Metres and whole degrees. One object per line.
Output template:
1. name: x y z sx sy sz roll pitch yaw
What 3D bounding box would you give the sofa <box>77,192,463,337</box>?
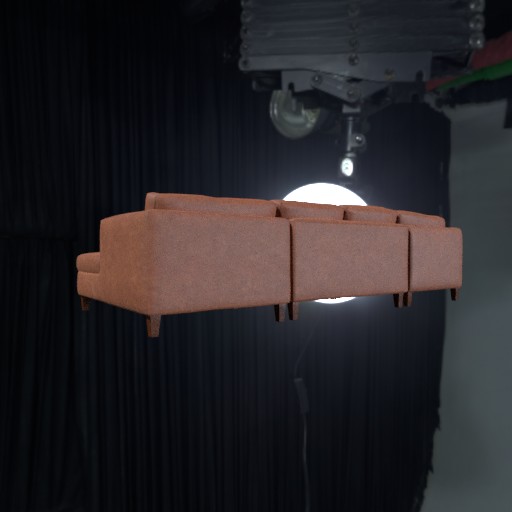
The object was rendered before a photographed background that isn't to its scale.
1. sofa: 0.000 0.000 4.600 3.460 0.923 2.593 0 1 -36
